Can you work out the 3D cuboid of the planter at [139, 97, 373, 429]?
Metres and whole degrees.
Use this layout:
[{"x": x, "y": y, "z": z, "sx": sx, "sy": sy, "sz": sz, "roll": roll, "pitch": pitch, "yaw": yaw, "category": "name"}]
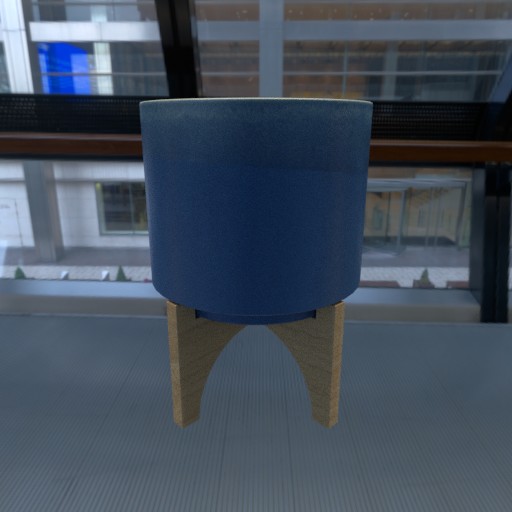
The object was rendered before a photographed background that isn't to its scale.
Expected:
[{"x": 0.000, "y": 0.000, "z": 0.564, "sx": 0.261, "sy": 0.367, "sz": 0.261, "roll": 0, "pitch": 17, "yaw": 0, "category": "planter"}]
